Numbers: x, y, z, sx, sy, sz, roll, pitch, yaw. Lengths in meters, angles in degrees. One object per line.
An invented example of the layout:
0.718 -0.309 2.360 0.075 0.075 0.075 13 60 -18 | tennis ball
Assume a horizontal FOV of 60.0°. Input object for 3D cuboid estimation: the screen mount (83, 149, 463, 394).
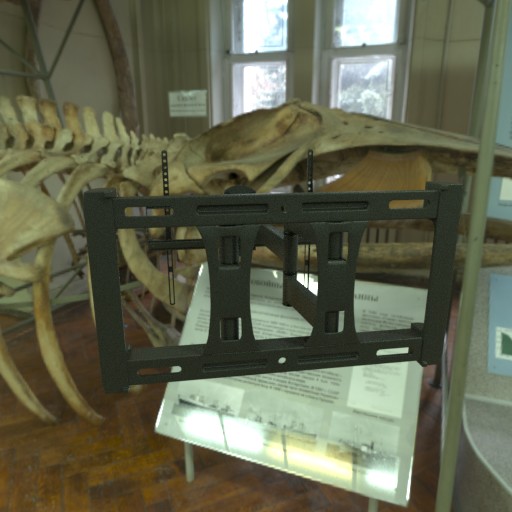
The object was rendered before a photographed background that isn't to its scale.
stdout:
0.000 0.000 0.956 0.571 0.424 0.556 -3 16 -9 | screen mount
